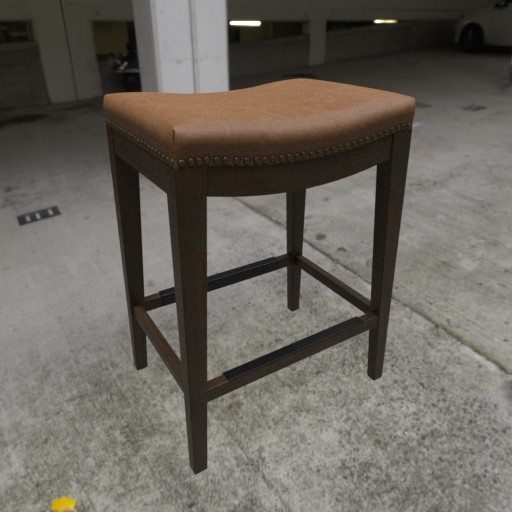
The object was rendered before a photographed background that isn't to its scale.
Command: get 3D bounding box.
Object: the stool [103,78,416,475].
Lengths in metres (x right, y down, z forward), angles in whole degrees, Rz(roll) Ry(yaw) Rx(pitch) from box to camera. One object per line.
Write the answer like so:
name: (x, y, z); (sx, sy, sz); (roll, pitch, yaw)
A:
stool: (0.000, 0.000, 0.946); (0.500, 0.660, 0.361); (-16, 32, -28)
